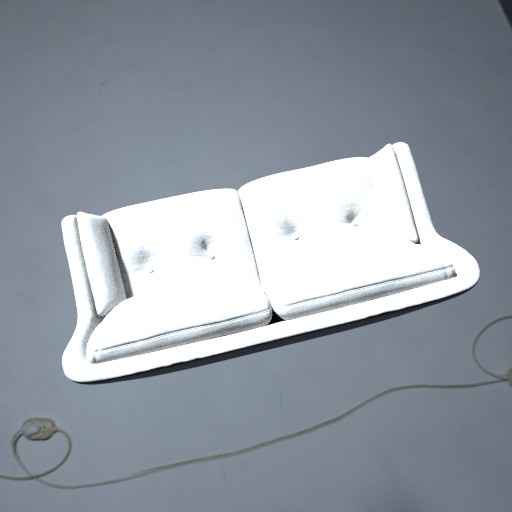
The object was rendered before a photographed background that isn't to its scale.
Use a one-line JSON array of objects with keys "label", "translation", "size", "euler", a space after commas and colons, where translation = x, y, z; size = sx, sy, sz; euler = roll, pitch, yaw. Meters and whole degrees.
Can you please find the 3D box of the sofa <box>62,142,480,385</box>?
[{"label": "sofa", "translation": [0.000, 0.000, 2.388], "size": [1.930, 0.897, 0.976], "euler": [-13, 76, -3]}]
